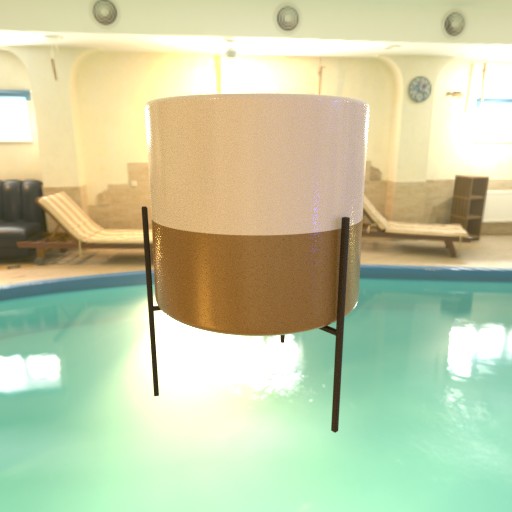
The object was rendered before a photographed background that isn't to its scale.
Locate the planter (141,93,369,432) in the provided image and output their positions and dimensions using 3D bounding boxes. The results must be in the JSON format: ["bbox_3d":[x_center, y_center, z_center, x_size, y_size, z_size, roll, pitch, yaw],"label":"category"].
[{"bbox_3d":[0.000,0.000,0.660,0.310,0.432,0.310,-7,16,-26],"label":"planter"}]
